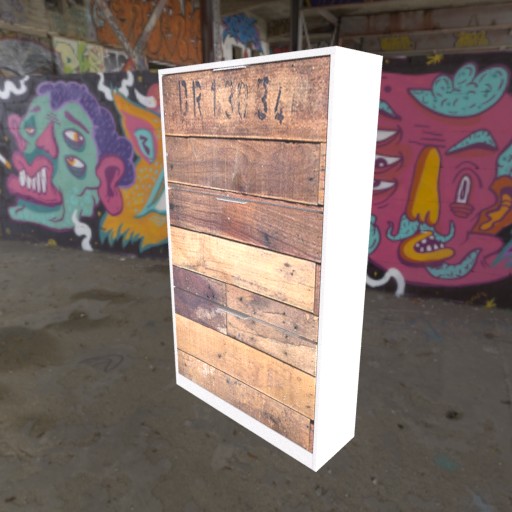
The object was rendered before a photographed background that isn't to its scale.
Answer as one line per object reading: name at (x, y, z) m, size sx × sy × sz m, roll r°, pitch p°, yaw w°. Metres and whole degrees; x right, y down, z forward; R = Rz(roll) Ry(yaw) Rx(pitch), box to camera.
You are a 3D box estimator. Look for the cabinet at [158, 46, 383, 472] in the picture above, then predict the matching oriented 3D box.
cabinet at (0.000, 0.000, 1.596) m, size 0.750 × 1.280 × 0.250 m, roll 15°, pitch 22°, yaw 41°
